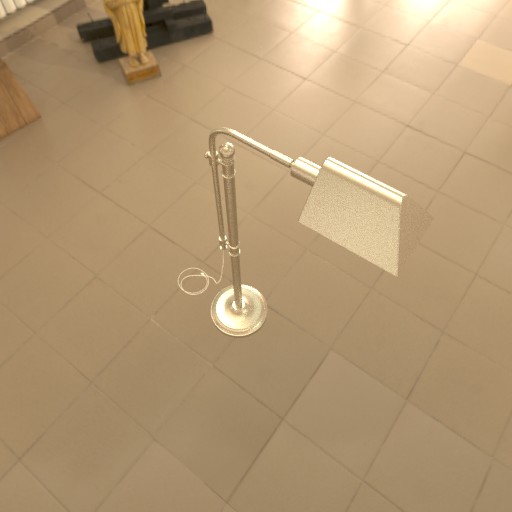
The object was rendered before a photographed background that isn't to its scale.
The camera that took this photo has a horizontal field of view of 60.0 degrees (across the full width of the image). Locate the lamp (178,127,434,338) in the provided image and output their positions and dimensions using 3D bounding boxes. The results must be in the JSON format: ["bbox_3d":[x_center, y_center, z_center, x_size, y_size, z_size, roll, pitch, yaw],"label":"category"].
[{"bbox_3d":[0.000,0.000,0.933,0.546,0.708,0.159,32,63,18],"label":"lamp"}]
